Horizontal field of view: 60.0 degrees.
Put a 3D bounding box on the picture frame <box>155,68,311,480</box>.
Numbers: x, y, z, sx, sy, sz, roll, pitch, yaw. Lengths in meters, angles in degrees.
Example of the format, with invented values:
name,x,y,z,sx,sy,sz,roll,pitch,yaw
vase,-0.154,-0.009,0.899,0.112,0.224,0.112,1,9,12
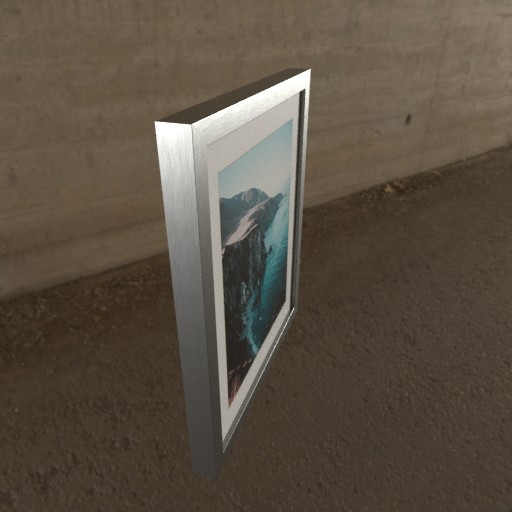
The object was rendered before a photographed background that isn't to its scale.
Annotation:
name,x,y,z,sx,sy,sz,roll,pitch,yaw
picture frame,0.000,0.000,1.345,0.073,0.968,0.839,10,31,17
